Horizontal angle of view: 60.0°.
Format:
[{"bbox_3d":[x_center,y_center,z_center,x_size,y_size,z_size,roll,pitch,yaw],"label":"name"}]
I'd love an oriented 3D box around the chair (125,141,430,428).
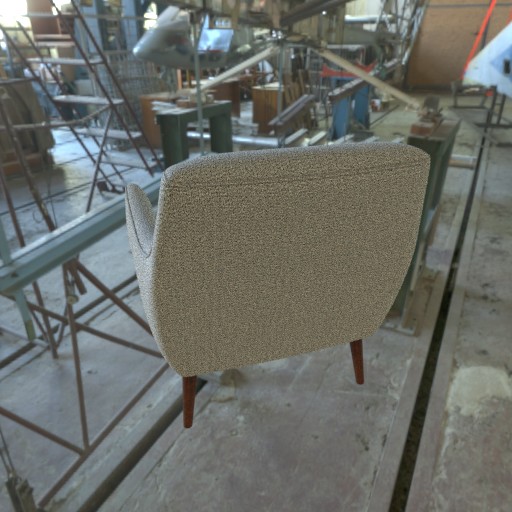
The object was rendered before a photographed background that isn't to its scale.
[{"bbox_3d":[0.000,0.000,1.435,0.762,0.838,0.787,-8,28,-16],"label":"chair"}]
